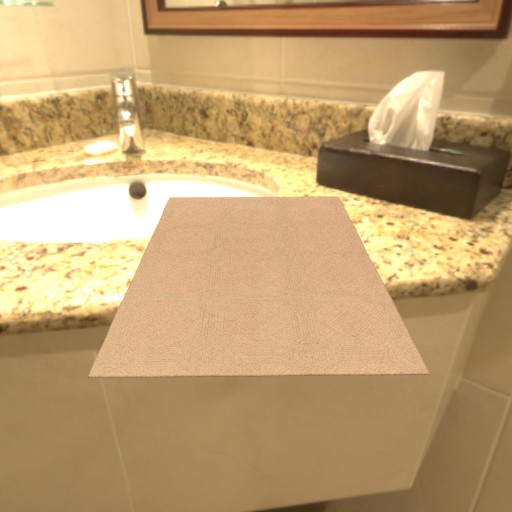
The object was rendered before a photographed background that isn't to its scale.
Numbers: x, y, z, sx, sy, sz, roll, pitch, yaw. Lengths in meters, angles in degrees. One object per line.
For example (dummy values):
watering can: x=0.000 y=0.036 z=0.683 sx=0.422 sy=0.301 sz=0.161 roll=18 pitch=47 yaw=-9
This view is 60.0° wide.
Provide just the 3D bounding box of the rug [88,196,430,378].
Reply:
rug: x=0.000 y=0.000 z=2.399 sx=1.236 sy=0.009 sz=1.839 roll=0 pitch=28 yaw=-1
